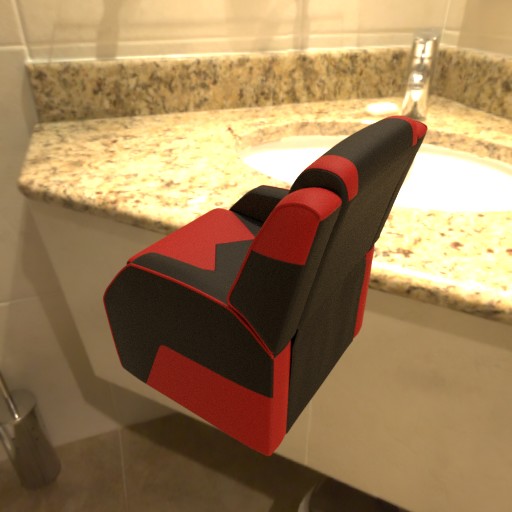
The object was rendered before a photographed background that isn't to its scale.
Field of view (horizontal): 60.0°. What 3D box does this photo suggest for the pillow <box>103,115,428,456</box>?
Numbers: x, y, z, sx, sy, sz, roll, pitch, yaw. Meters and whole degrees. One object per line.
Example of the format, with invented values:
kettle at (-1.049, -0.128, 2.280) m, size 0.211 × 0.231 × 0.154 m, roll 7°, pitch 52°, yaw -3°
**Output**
pillow at (0.000, 0.000, 1.274) m, size 0.672 × 0.805 × 0.620 m, roll 20°, pitch 37°, yaw 28°
